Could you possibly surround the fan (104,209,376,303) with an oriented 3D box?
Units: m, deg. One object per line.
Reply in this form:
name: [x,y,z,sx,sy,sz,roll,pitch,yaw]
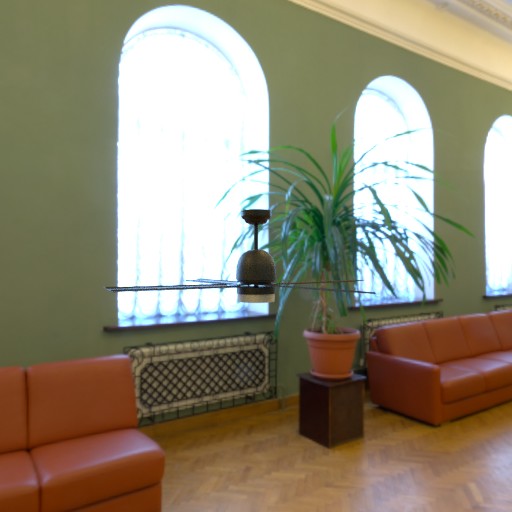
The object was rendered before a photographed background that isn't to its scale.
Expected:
fan: [0.000,0.000,2.007,1.319,0.410,1.319,1,-1,-35]
